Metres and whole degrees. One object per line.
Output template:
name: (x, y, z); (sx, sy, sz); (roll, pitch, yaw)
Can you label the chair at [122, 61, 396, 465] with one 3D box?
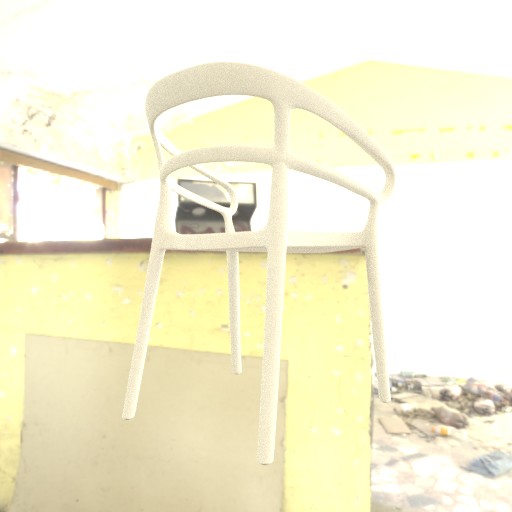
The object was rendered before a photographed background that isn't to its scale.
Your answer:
chair: (0.000, 0.000, 1.118); (0.559, 0.761, 0.527); (0, -1, 36)
